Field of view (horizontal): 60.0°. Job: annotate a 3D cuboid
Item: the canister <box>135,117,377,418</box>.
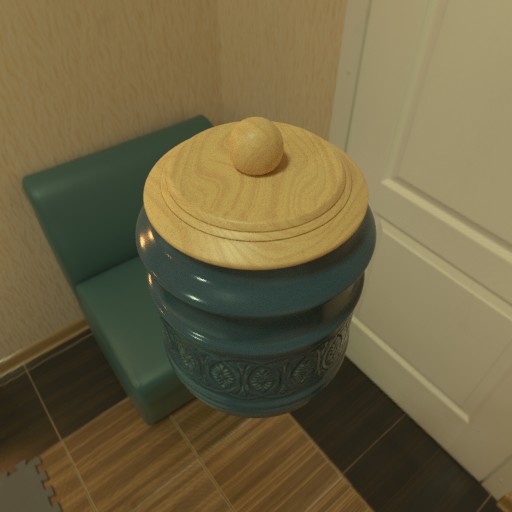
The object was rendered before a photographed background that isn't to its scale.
[{"bbox_3d":[0.000,0.000,0.264,0.130,0.176,0.130,0,47,0],"label":"canister"}]
